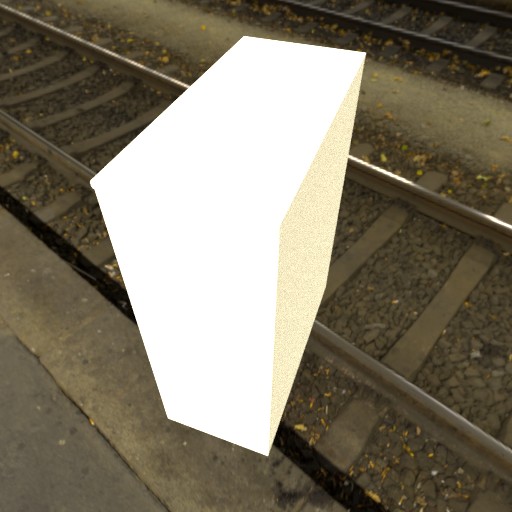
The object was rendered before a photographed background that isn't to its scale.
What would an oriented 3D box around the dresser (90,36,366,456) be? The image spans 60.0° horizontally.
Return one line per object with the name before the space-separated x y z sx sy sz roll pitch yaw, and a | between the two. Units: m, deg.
dresser | 0.000 0.000 1.431 0.380 1.040 0.800 15 47 14
